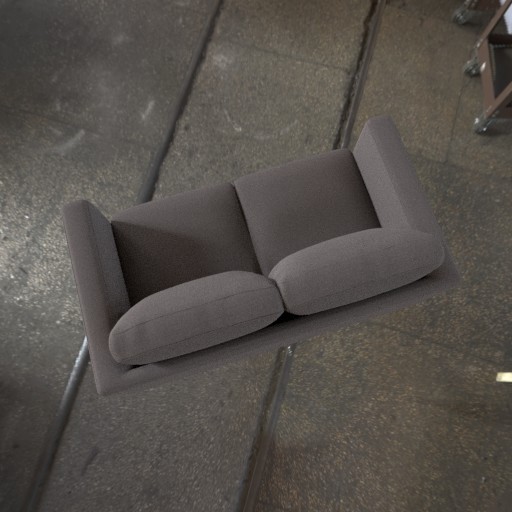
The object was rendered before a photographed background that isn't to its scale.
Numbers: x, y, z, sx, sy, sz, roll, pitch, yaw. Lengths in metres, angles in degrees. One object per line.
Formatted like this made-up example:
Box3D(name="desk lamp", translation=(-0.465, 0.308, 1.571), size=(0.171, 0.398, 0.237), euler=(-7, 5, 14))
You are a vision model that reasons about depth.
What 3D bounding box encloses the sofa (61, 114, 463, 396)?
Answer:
Box3D(name="sofa", translation=(0.000, 0.000, 1.958), size=(1.430, 0.908, 0.796), euler=(-17, 75, -4))
